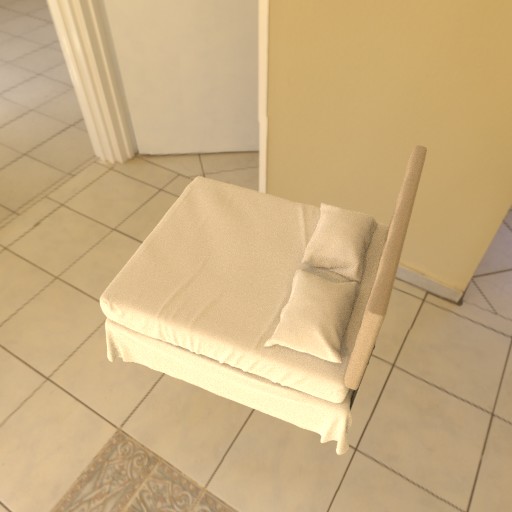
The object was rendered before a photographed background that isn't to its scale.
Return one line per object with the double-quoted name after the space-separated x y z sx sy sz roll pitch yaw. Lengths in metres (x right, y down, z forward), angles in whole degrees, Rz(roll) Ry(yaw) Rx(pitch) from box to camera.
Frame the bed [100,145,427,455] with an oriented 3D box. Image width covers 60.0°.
0.000 0.000 3.568 2.222 1.577 1.936 17 50 15 "bed"
